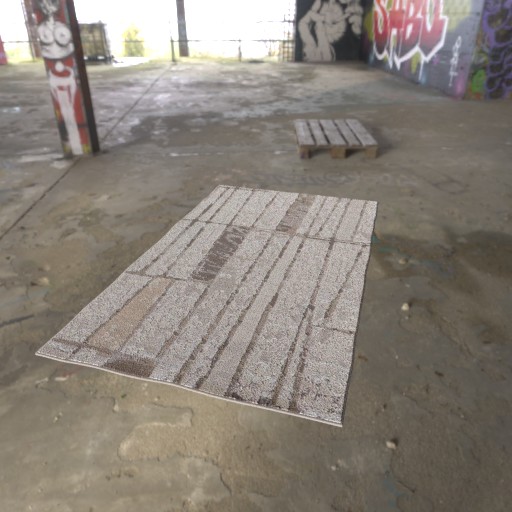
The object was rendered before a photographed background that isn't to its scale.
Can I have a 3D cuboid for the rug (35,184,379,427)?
[{"bbox_3d":[0.000,0.000,1.040,0.515,0.007,0.867,8,30,15],"label":"rug"}]
